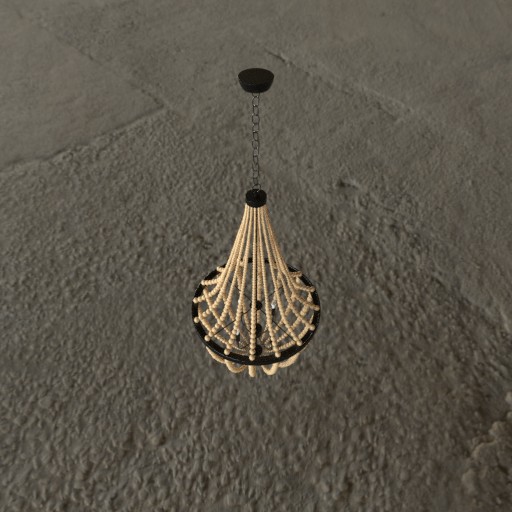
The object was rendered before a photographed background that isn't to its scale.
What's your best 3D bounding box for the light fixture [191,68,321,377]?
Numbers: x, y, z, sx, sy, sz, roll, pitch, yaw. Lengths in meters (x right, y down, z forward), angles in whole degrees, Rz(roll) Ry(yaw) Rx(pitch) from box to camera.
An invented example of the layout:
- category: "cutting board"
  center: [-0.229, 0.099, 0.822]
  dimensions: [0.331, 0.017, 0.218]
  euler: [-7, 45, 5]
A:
- category: "light fixture"
  center: [0.000, 0.000, 1.362]
  dimensions: [0.450, 1.133, 0.450]
  euler: [0, 47, 0]
